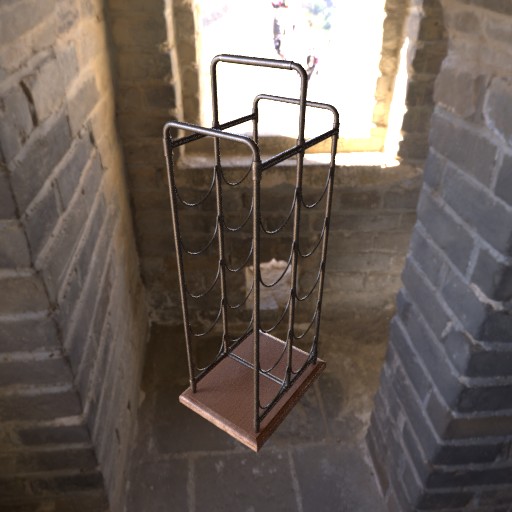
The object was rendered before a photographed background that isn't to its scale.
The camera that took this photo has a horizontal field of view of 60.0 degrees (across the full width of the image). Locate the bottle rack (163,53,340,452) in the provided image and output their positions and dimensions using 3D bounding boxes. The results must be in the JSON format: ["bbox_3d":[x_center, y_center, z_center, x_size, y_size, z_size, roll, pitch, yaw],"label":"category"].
[{"bbox_3d":[0.000,0.000,0.822,0.208,0.680,0.276,21,38,30],"label":"bottle rack"}]
